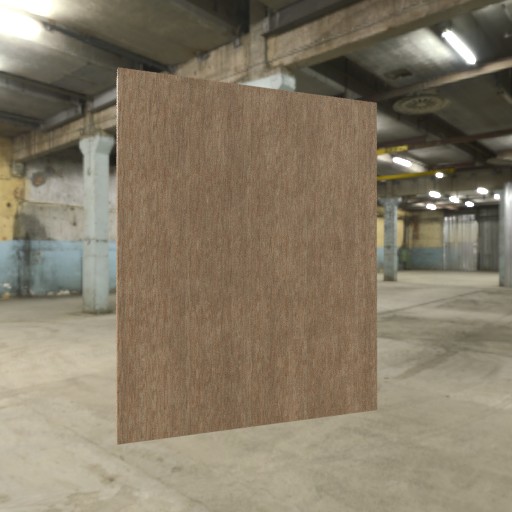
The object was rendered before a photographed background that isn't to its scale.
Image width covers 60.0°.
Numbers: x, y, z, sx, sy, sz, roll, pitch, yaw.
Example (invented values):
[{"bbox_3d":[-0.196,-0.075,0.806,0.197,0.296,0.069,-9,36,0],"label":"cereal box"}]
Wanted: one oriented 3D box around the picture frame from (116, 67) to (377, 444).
[{"bbox_3d":[0.000,0.000,0.709,0.424,0.526,0.043,0,0,-19],"label":"picture frame"}]
